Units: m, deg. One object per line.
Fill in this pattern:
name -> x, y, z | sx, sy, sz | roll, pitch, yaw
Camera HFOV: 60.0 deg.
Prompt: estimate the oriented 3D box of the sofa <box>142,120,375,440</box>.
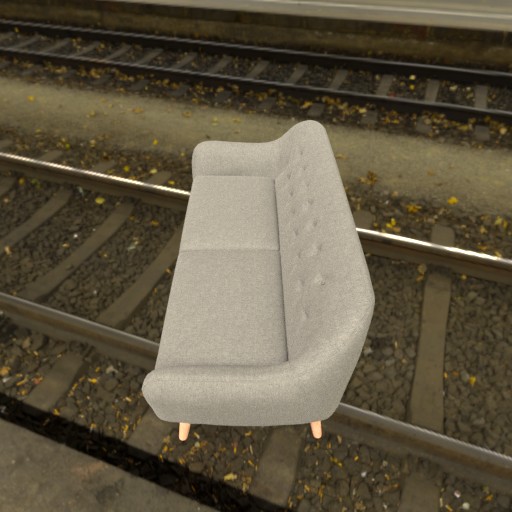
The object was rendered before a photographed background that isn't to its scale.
sofa -> 0.000, 0.000, 2.269 | 0.820, 0.820, 1.840 | 0, 40, 0
